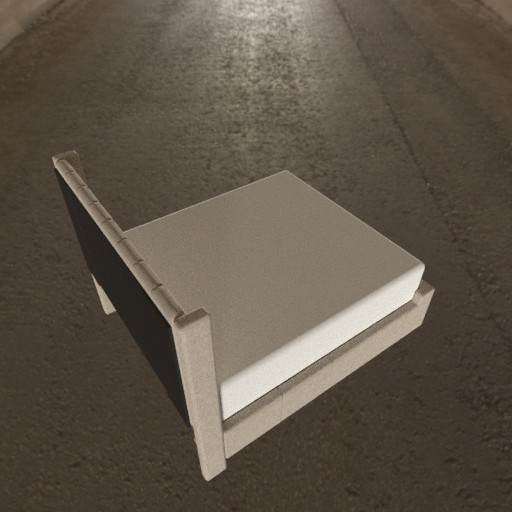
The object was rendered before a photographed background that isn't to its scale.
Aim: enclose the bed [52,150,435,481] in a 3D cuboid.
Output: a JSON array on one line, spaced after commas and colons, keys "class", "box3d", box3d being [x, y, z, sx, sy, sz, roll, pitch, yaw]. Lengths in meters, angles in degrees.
[{"class": "bed", "box3d": [0.000, 0.000, 3.777, 2.370, 1.743, 2.045, -25, 47, -26]}]
